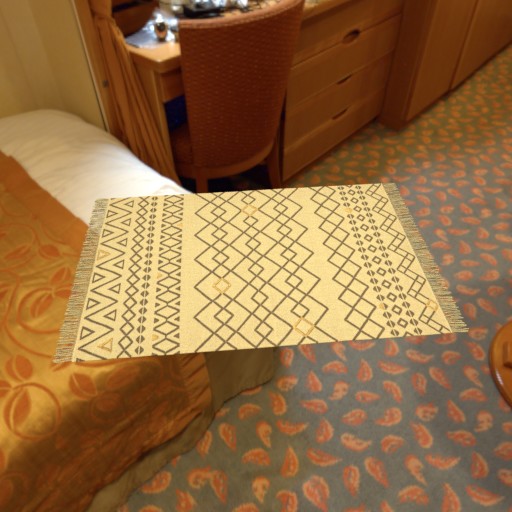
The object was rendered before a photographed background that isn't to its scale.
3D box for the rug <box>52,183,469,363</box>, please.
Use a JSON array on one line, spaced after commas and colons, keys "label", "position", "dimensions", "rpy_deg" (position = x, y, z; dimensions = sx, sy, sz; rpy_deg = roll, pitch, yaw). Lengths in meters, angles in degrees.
[{"label": "rug", "position": [0.000, 0.000, 3.106], "dimensions": [2.472, 0.035, 1.495], "rpy_deg": [-4, 46, -3]}]
